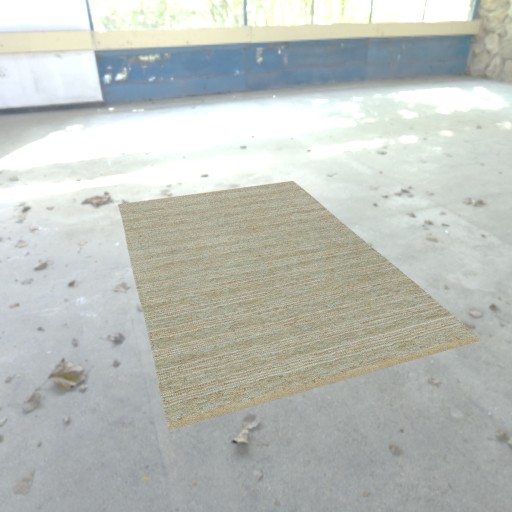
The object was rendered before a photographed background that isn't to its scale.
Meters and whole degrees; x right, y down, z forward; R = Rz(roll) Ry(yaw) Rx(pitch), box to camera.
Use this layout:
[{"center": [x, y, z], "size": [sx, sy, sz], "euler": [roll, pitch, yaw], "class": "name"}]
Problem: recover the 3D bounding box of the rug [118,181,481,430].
[{"center": [0.000, 0.000, 2.302], "size": [1.240, 0.010, 1.824], "euler": [-10, 32, -17], "class": "rug"}]
